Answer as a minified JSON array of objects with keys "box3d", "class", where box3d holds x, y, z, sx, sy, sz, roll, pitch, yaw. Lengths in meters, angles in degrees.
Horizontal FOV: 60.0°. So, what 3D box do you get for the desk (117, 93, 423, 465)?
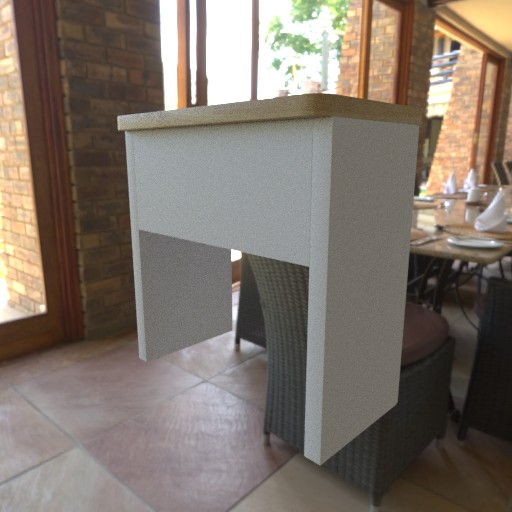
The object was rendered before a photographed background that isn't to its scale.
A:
[{"box3d":[0.000,0.000,1.285,0.760,0.790,0.440,12,18,43],"class":"desk"}]
